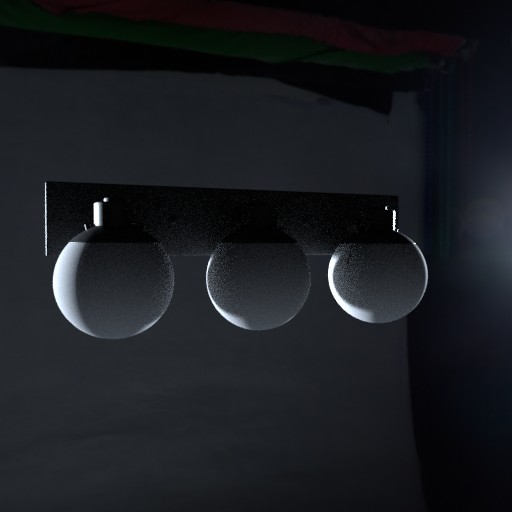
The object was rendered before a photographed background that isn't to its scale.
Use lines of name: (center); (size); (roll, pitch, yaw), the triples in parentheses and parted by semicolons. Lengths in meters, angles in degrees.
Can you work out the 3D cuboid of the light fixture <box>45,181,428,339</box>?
light fixture: (0.000, 0.000, 0.810); (0.721, 0.263, 0.218); (0, 1, -18)
